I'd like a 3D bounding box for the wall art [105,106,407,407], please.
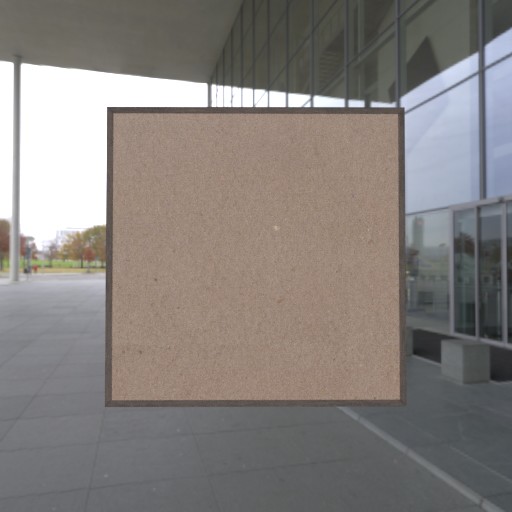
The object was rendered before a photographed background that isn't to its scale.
[{"bbox_3d":[0.000,0.000,1.146,0.762,0.762,0.038,0,-1,0],"label":"wall art"}]
